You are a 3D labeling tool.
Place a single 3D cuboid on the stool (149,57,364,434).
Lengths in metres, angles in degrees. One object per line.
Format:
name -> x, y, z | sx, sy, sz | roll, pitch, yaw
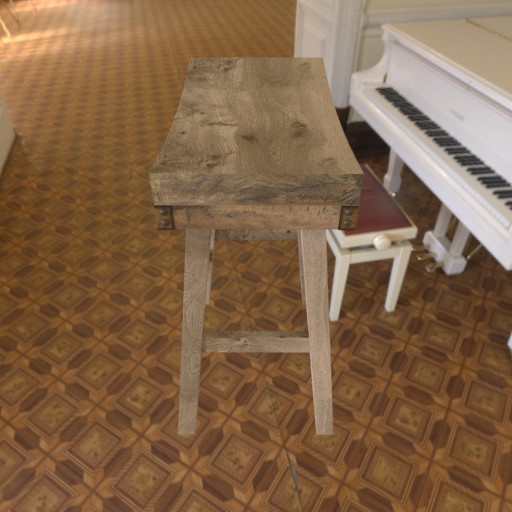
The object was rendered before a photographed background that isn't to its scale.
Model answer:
stool -> 0.000, 0.000, 0.896 | 0.330, 0.635, 0.450 | 0, 41, 0
